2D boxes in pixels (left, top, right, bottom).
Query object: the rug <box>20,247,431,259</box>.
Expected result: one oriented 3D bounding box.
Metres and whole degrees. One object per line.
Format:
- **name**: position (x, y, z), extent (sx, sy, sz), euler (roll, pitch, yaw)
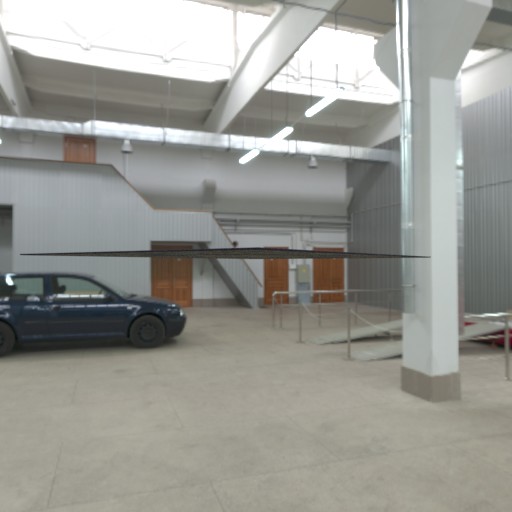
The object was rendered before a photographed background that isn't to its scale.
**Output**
- **rug**: position (0.000, 0.000, 2.875), extent (1.630, 0.009, 2.232), euler (-1, -1, 36)
